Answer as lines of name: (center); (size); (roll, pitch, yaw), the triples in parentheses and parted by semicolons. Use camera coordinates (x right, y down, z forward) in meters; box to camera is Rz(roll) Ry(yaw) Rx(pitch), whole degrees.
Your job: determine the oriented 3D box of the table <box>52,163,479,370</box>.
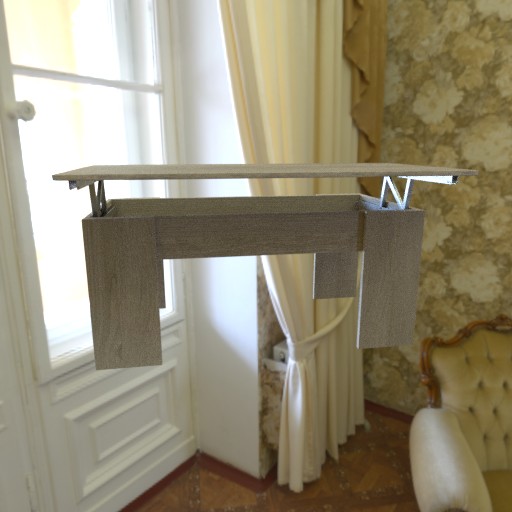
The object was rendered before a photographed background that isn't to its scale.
table: (0.000, 0.000, 1.426); (1.000, 0.570, 0.711); (-2, 14, -10)
